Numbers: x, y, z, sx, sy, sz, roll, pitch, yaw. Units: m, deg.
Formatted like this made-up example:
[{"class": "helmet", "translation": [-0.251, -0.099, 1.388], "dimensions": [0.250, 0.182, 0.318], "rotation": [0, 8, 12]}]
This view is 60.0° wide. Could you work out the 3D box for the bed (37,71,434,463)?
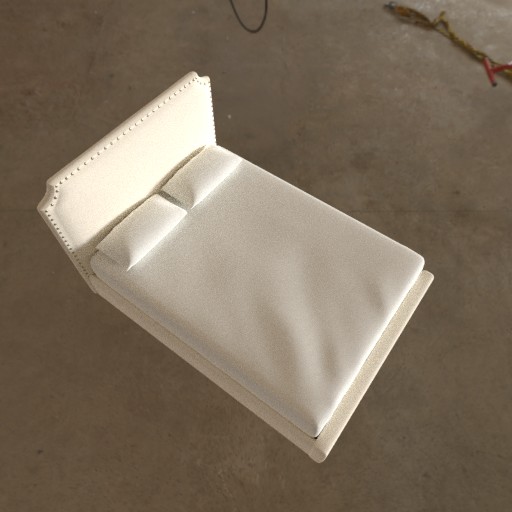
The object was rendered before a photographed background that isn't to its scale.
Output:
[{"class": "bed", "translation": [0.000, 0.000, 3.373], "dimensions": [2.365, 1.443, 1.712], "rotation": [32, 63, 19]}]
